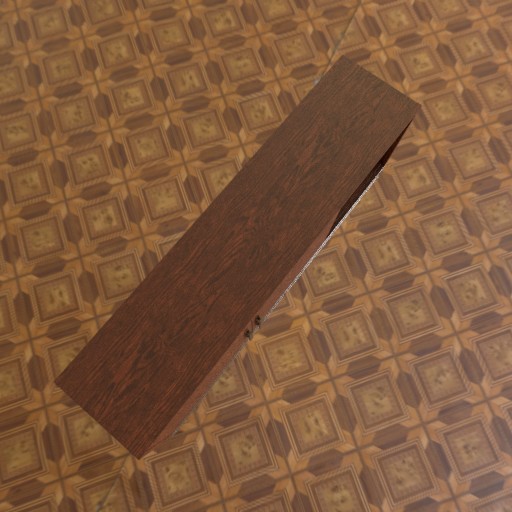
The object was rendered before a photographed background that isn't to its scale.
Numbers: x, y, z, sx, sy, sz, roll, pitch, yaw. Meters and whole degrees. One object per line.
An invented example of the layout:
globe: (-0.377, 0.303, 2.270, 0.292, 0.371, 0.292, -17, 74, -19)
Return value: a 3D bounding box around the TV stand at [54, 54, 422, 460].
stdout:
TV stand: (0.000, 0.000, 1.781, 0.382, 0.578, 1.541, 38, 78, 9)
